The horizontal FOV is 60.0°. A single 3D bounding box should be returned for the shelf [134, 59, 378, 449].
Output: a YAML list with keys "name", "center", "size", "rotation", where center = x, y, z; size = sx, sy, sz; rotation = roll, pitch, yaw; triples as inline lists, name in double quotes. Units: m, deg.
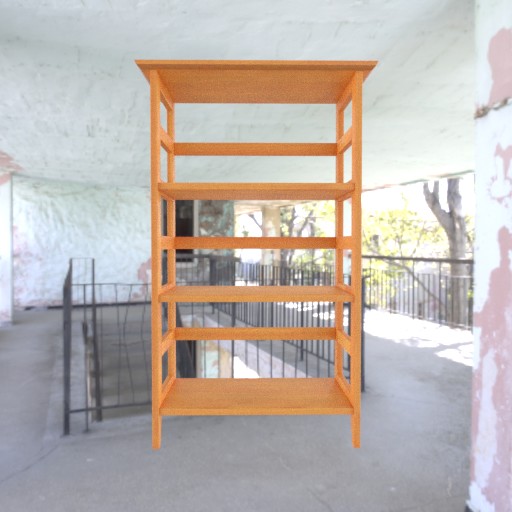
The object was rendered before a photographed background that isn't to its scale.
- name: "shelf"
  center: [0.000, 0.000, 1.364]
  size: [0.660, 1.067, 0.305]
  rotation: [0, 1, -1]
